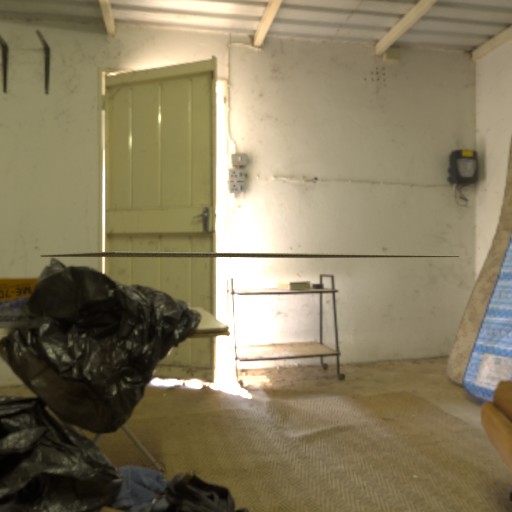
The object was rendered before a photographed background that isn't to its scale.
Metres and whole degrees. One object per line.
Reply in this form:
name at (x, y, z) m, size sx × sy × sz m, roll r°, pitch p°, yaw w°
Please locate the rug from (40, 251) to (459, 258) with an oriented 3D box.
rug at (0.000, 0.000, 3.041) m, size 2.438 × 0.012 × 1.524 m, roll 0°, pitch -1°, yaw -36°
